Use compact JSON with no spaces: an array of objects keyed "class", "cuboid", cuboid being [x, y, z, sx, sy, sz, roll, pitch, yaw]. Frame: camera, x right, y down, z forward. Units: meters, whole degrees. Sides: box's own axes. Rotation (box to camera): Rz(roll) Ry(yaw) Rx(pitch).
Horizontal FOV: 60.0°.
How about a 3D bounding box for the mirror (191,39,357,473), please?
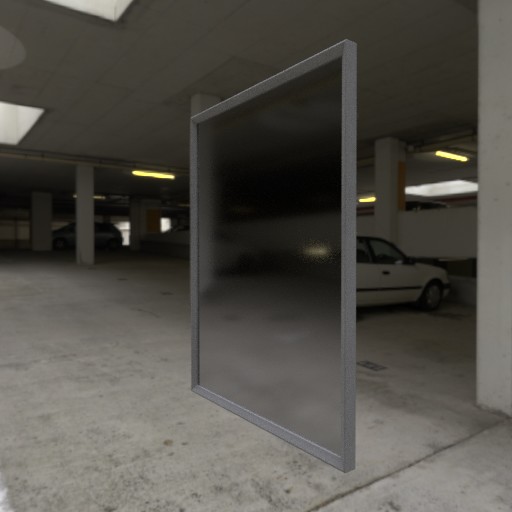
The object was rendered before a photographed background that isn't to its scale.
[{"class":"mirror","cuboid":[0.000,0.000,1.355,0.041,1.016,0.762,-1,1,-36]}]
